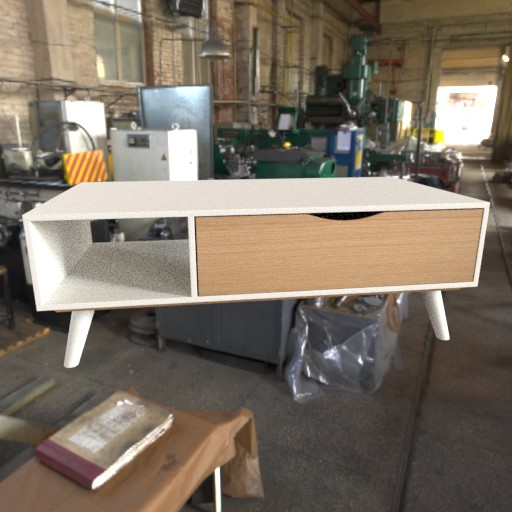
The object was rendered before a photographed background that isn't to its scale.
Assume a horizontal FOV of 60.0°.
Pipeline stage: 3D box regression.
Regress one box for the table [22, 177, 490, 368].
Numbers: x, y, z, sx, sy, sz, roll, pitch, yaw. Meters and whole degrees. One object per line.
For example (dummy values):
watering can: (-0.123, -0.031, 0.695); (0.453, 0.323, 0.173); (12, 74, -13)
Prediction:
table: (0.000, 0.000, 1.468); (1.194, 0.432, 0.609); (-2, 17, -8)
